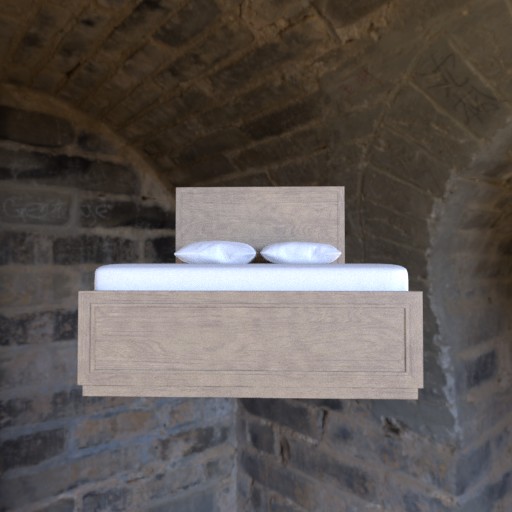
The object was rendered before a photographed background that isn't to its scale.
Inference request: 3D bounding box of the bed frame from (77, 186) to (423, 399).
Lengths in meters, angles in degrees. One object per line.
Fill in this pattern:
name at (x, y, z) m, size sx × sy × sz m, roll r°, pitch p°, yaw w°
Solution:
bed frame at (0.000, 0.000, 3.160) m, size 1.606 × 1.369 × 2.189 m, roll 0°, pitch -1°, yaw 2°
